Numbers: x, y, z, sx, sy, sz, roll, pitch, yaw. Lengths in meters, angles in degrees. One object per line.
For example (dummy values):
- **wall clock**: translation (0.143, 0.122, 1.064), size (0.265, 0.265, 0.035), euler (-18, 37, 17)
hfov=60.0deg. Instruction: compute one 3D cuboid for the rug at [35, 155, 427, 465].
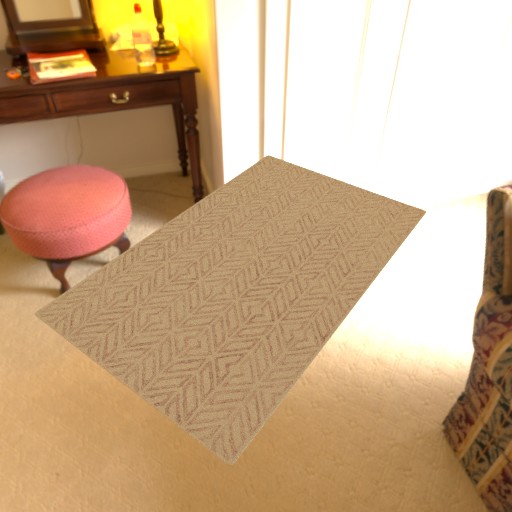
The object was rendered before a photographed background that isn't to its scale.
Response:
- **rug**: translation (0.000, 0.000, 3.058), size (1.523, 0.008, 2.438), euler (26, 47, 27)
